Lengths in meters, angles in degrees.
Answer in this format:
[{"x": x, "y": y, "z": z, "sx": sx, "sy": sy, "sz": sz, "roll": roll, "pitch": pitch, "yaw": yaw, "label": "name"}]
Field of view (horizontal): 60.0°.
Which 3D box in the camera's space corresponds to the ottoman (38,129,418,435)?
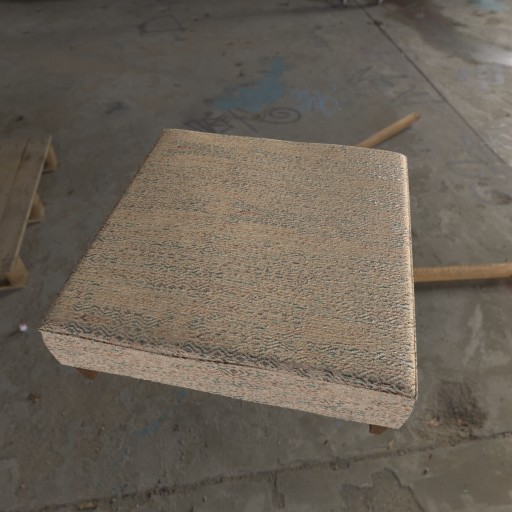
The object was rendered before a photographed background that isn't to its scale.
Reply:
[{"x": 0.000, "y": 0.000, "z": 1.511, "sx": 0.968, "sy": 0.356, "sz": 1.004, "roll": 8, "pitch": 47, "yaw": 8, "label": "ottoman"}]
